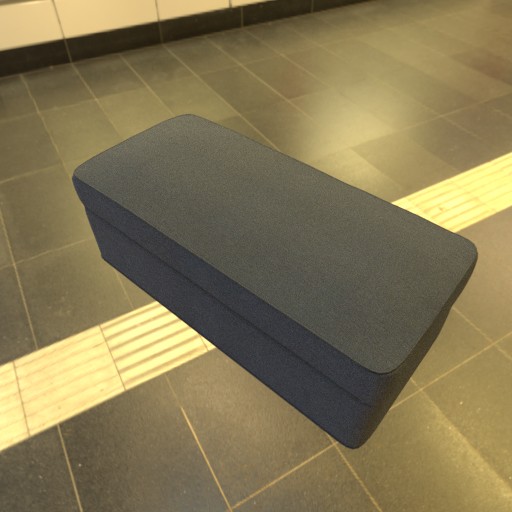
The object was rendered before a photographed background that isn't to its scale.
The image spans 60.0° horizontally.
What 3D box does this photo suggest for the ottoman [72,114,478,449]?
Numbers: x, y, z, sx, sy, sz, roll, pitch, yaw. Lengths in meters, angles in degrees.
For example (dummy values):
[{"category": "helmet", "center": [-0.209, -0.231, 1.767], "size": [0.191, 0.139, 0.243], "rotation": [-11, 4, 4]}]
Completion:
[{"category": "ottoman", "center": [0.000, 0.000, 1.377], "size": [1.110, 0.460, 0.515], "rotation": [31, 54, 27]}]
